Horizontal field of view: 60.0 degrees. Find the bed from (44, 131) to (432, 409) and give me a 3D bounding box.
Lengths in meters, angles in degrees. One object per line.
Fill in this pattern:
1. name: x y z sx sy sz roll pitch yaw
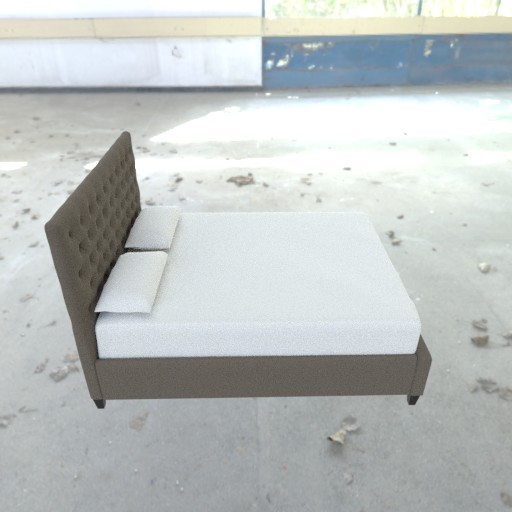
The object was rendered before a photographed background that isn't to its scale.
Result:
1. bed: 0.000 0.000 3.352 2.233 1.426 1.696 0 32 -1
